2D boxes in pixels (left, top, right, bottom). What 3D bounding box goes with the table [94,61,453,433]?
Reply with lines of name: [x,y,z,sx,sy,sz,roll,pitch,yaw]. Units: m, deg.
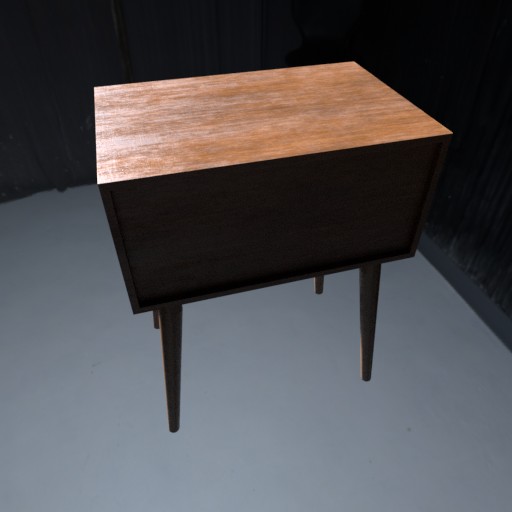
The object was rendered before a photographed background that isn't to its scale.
table: [0.000,0.000,0.841,0.454,0.580,0.307,-11,42,-12]
